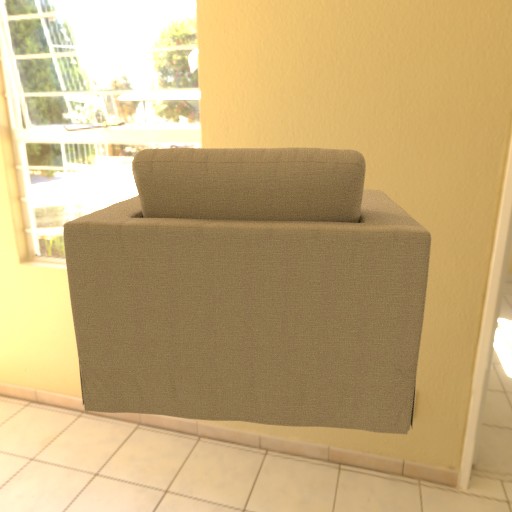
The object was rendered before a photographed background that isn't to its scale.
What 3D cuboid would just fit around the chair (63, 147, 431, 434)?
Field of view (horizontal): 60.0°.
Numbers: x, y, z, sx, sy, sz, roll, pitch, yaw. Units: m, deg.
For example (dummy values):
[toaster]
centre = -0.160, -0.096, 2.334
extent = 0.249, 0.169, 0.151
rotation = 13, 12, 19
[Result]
[chair]
centre = 0.000, 0.000, 1.805
extent = 1.150, 0.878, 0.957
rotation = 2, 16, 6
